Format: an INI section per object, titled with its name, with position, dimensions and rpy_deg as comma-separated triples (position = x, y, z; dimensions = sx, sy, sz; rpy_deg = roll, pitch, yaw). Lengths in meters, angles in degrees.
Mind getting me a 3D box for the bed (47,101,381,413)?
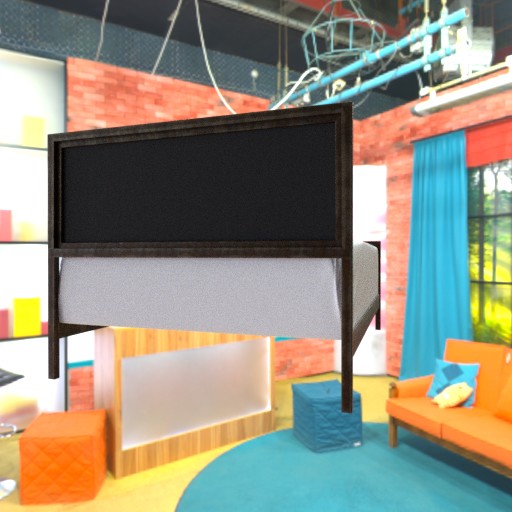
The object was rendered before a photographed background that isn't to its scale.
[bed]
position = 0.000, 0.000, 3.170
dimensions = 1.607, 1.313, 2.221
rpy_deg = 0, 0, 19
